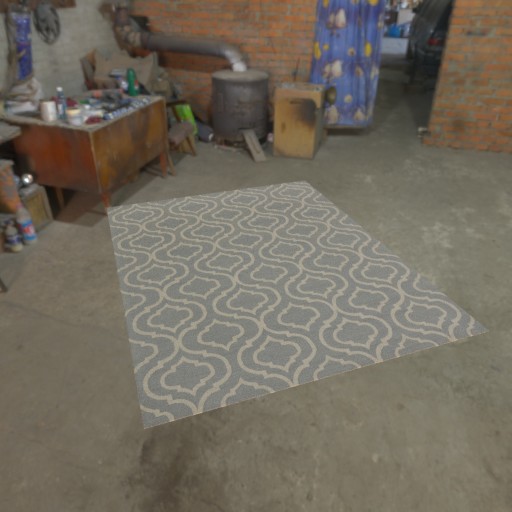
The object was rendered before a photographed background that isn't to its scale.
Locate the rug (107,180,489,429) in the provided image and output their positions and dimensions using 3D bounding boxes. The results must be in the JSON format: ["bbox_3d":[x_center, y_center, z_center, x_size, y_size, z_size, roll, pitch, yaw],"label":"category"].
[{"bbox_3d":[0.000,0.000,3.810,2.283,0.006,2.892,-11,33,-17],"label":"rug"}]
